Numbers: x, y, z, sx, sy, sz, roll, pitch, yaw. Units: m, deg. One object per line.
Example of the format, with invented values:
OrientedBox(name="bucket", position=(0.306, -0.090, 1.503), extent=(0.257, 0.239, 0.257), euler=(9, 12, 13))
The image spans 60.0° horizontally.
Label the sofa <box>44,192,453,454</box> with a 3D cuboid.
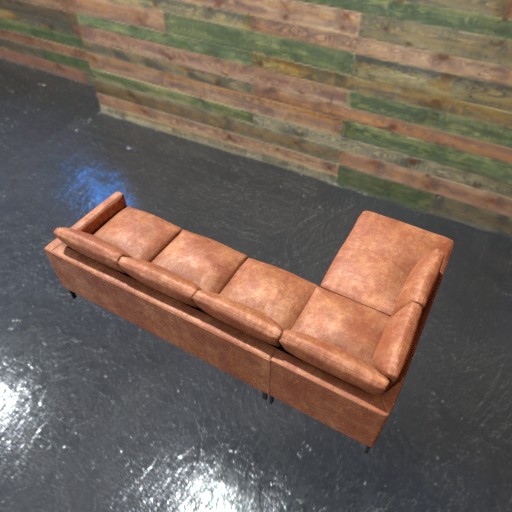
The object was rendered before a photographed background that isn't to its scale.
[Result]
OrientedBox(name="sofa", position=(0.000, 0.000, 3.900), extent=(2.984, 0.877, 1.938), euler=(22, 50, 20))
